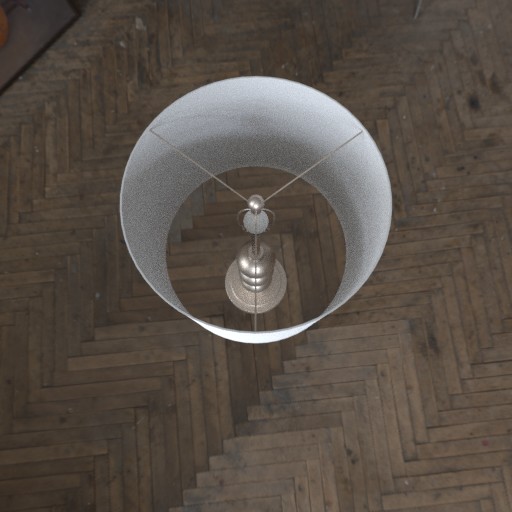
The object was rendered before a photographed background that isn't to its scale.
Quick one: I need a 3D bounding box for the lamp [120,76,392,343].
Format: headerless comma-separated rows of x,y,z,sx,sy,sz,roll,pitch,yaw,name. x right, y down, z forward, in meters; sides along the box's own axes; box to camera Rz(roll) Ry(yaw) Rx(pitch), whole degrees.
0.000,0.000,0.709,0.277,0.538,0.277,0,77,0,lamp
